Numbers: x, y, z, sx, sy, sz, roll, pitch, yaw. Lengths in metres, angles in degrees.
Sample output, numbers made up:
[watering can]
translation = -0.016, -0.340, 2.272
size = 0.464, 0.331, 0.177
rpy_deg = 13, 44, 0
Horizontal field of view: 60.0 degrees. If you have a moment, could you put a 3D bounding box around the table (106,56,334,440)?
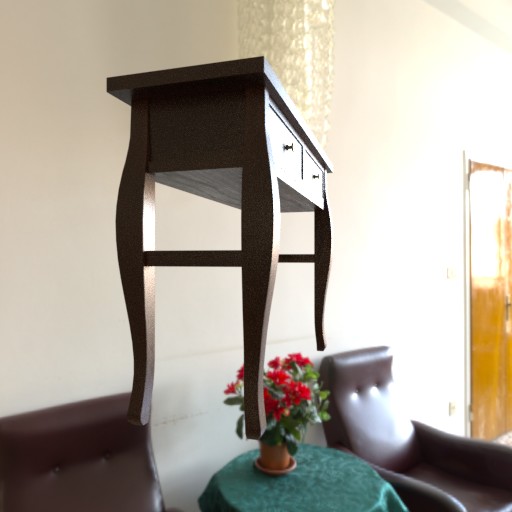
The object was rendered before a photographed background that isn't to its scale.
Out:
[table]
translation = 0.000, 0.000, 1.415
size = 0.373, 0.768, 1.062
rpy_deg = 0, 0, 17
